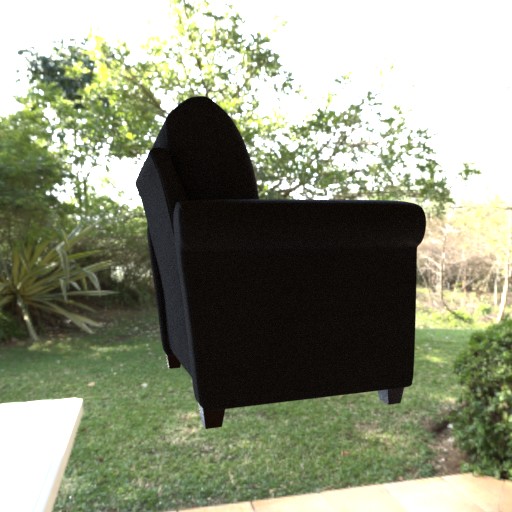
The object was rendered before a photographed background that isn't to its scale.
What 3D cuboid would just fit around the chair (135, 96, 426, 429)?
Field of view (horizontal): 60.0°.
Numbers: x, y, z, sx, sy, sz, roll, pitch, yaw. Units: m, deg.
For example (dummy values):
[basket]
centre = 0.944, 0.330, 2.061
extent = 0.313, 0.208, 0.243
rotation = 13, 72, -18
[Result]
[chair]
centre = 0.000, 0.000, 1.639
extent = 0.828, 0.942, 0.867
rotation = 0, 0, -19
